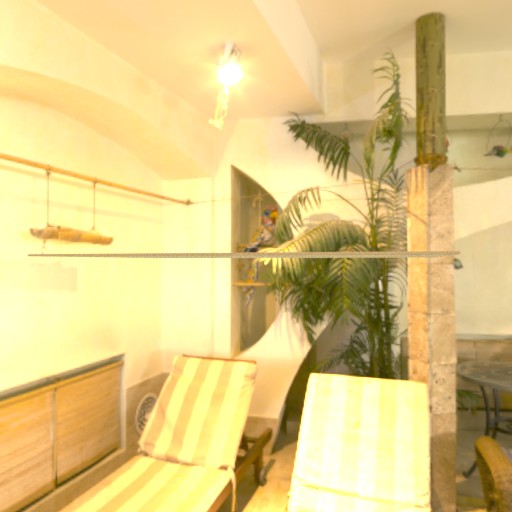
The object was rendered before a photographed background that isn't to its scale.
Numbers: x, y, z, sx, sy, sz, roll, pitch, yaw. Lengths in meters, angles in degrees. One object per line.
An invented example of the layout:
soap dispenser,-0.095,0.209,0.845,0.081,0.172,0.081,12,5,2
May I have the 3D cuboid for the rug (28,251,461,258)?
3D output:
rug,0.000,0.000,2.904,2.290,0.014,1.526,0,-1,19
